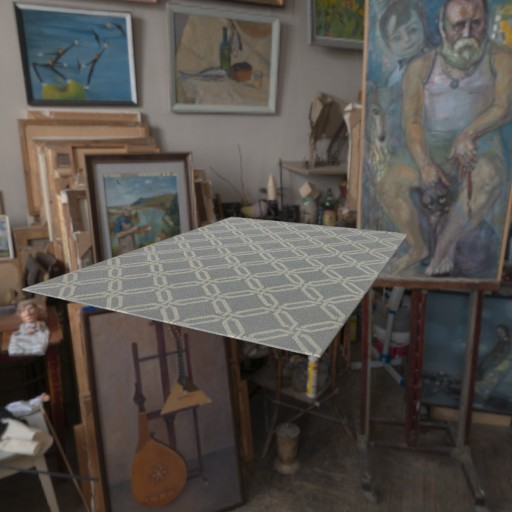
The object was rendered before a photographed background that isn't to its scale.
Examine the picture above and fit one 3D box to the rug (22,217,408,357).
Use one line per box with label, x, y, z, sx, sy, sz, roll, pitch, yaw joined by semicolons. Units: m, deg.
rug;0.000;0.000;4.407;2.438;0.013;3.353;8;18;25
